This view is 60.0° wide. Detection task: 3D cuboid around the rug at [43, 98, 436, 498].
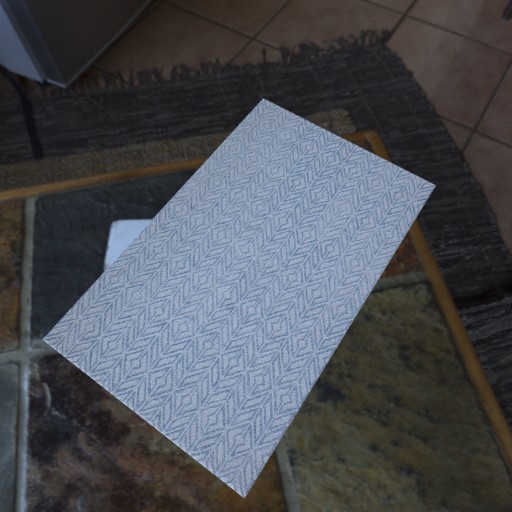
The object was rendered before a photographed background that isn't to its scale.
[{"bbox_3d":[0.000,0.000,2.997,1.526,0.008,2.441,32,68,14],"label":"rug"}]
